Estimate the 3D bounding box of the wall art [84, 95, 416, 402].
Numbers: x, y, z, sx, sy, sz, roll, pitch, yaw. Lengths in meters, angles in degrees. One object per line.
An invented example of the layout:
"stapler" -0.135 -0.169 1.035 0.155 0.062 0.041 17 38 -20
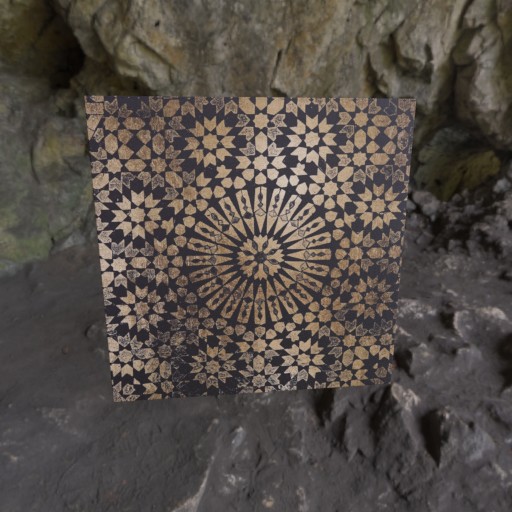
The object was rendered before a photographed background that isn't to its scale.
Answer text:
"wall art" 0.000 0.000 0.908 0.612 0.612 0.038 -2 15 -7
